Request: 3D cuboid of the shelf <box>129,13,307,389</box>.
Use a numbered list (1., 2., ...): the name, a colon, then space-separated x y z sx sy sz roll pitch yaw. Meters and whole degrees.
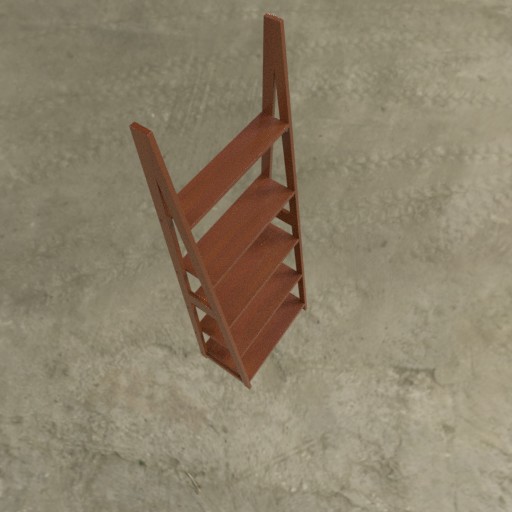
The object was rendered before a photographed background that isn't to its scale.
1. shelf: 0.000 0.000 1.973 0.356 1.780 0.630 31 64 17
